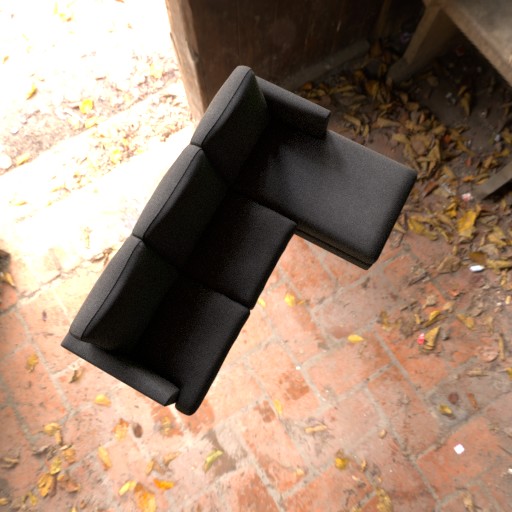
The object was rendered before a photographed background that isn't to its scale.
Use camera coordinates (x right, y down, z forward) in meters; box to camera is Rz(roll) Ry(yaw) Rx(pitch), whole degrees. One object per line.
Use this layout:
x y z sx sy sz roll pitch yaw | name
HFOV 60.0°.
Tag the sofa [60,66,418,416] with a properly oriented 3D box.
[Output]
0.000 0.000 3.029 1.504 0.956 2.233 28 77 7 | sofa
